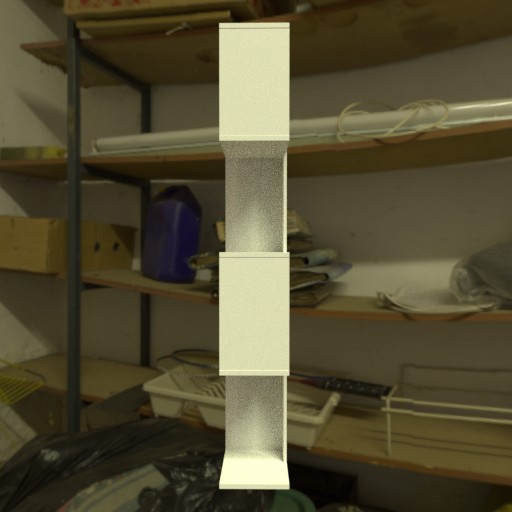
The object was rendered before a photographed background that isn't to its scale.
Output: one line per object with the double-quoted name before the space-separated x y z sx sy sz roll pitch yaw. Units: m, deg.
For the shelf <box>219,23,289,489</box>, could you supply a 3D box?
"shelf" 0.000 0.000 2.014 0.250 1.650 0.890 0 0 1
